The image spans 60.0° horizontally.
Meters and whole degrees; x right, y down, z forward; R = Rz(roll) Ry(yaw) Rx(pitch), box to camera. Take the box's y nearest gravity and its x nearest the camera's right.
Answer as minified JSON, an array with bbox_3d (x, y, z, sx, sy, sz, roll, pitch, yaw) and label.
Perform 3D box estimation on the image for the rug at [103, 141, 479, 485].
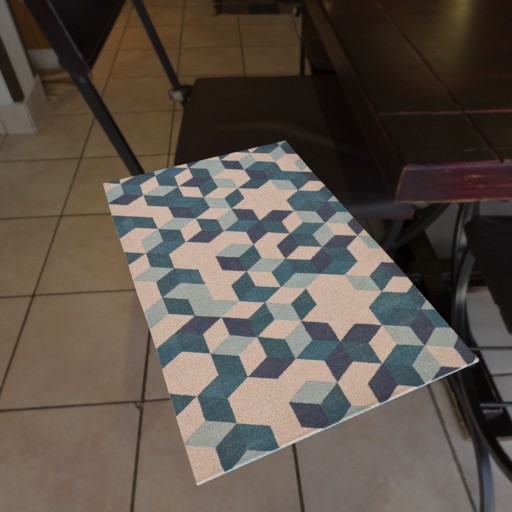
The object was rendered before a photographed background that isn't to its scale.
[{"bbox_3d":[0.000,0.000,2.249,1.235,0.014,1.829,-17,48,-16],"label":"rug"}]
